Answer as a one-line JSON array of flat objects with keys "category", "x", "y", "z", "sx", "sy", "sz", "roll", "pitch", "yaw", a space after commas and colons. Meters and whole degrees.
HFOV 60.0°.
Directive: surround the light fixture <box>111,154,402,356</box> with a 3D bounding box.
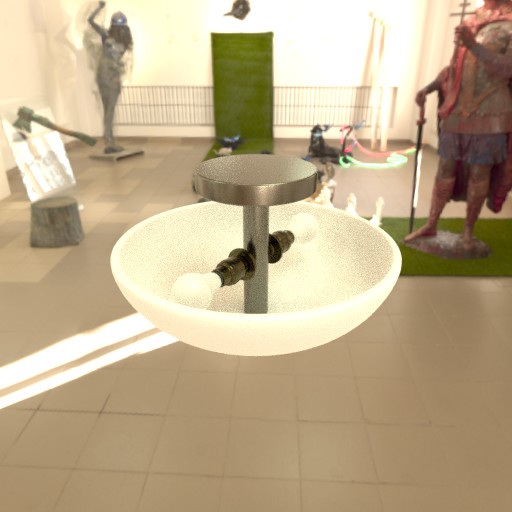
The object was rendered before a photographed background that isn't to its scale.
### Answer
[{"category": "light fixture", "x": 0.000, "y": 0.000, "z": 0.530, "sx": 0.330, "sy": 0.214, "sz": 0.330, "roll": 0, "pitch": 25, "yaw": 0}]
